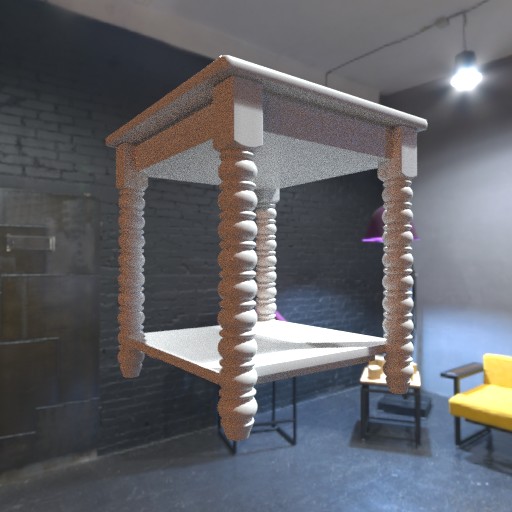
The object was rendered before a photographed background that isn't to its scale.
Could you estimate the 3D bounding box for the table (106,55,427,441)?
[{"bbox_3d":[0.000,0.000,0.982,0.500,0.563,0.533,1,-1,-36],"label":"table"}]
